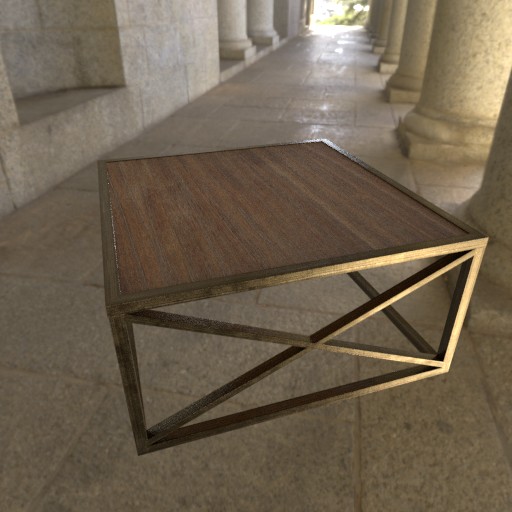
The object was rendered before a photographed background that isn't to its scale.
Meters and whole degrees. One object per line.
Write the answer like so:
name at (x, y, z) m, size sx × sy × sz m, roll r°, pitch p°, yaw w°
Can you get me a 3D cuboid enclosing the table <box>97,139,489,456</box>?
table at (0.000, 0.000, 1.448) m, size 0.899 × 0.451 × 0.909 m, roll -9°, pitch 32°, yaw -16°
